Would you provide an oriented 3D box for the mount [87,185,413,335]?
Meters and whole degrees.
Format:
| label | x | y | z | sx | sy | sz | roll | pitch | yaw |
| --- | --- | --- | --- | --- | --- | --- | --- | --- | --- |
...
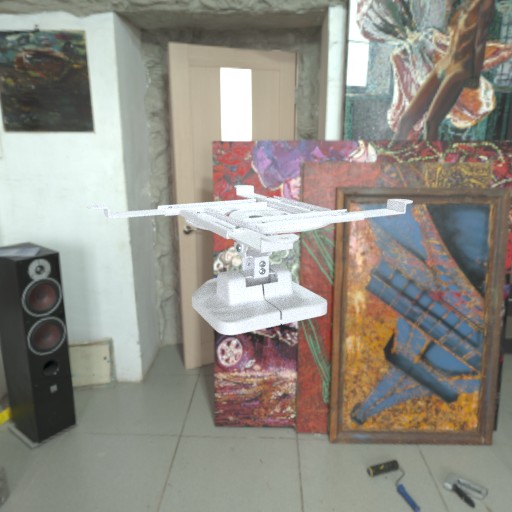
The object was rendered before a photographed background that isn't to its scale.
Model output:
| label | x | y | z | sx | sy | sz | roll | pitch | yaw |
| --- | --- | --- | --- | --- | --- | --- | --- | --- | --- |
| mount | 0.000 | 0.000 | 0.589 | 0.394 | 0.141 | 0.394 | -8 | 17 | -26 |
